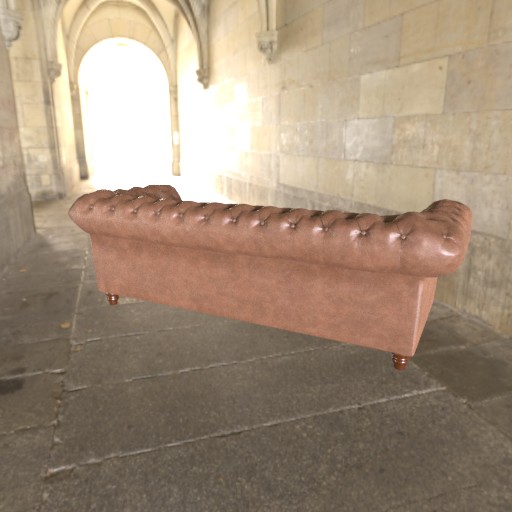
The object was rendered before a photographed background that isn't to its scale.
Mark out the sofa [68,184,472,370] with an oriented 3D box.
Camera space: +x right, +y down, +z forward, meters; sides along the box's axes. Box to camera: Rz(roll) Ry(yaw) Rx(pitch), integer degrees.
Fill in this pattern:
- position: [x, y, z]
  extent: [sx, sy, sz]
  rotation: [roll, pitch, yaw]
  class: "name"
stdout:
- position: [0.000, 0.000, 2.786]
  extent: [2.385, 0.783, 0.944]
  rotation: [8, 17, 26]
  class: "sofa"
